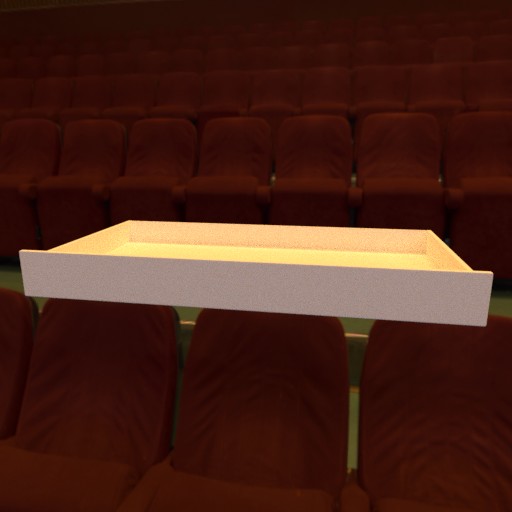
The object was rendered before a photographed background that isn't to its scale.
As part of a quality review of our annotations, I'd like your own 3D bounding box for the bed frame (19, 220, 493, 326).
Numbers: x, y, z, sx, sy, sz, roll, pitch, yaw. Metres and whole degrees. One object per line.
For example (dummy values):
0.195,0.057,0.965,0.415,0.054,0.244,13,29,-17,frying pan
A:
0.000,0.000,1.530,1.300,0.141,0.670,3,15,10,bed frame
